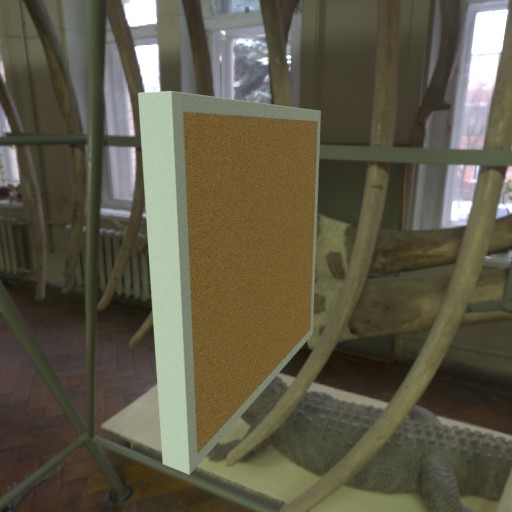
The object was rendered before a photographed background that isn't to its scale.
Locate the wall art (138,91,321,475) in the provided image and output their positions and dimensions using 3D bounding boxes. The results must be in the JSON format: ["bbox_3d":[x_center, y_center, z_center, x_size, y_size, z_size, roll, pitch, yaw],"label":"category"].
[{"bbox_3d":[0.000,0.000,0.627,0.038,0.406,0.406,8,17,26],"label":"wall art"}]
